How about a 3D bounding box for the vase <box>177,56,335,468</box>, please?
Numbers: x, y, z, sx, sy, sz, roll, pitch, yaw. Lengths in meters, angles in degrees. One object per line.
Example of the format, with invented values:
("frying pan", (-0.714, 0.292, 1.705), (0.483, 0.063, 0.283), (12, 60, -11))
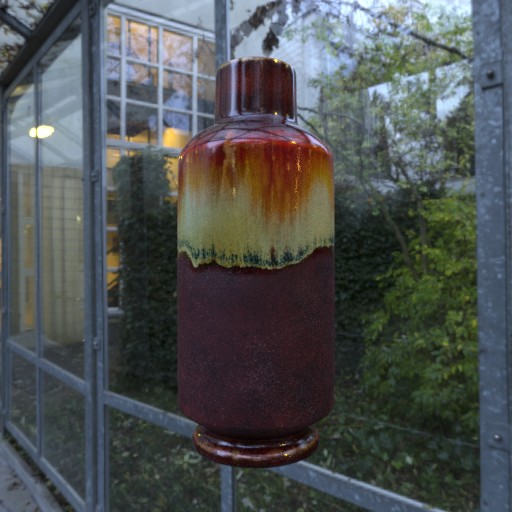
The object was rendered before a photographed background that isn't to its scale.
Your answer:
("vase", (0.000, 0.000, 0.317), (0.111, 0.261, 0.111), (0, -1, 0))
